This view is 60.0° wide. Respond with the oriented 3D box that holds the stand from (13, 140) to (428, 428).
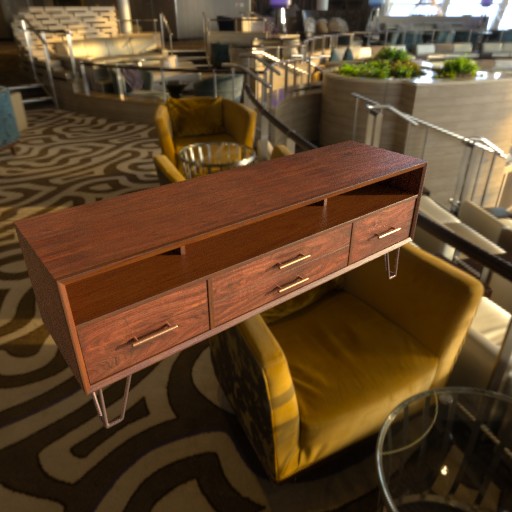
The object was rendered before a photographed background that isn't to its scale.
[{"bbox_3d":[0.000,0.000,1.859,1.626,0.610,0.481,-21,36,-32],"label":"stand"}]
